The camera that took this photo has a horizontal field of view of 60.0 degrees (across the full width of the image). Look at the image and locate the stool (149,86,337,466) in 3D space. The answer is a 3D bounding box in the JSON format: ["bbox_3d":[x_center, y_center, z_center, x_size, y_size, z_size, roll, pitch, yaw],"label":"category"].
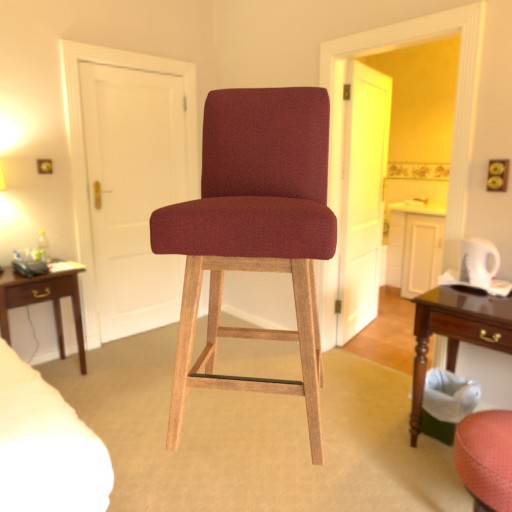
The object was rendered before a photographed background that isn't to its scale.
[{"bbox_3d":[0.000,0.000,1.344,0.468,1.038,0.562,2,13,9],"label":"stool"}]
